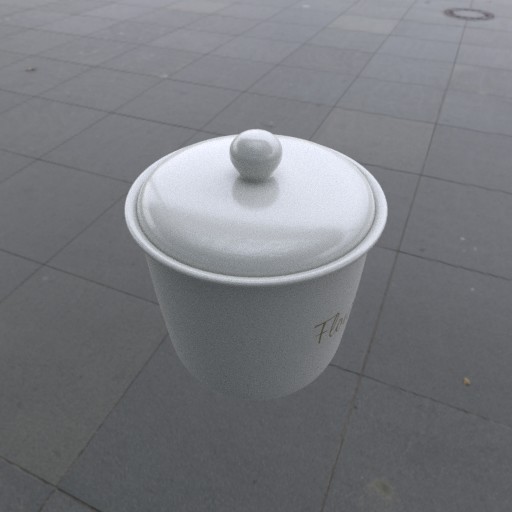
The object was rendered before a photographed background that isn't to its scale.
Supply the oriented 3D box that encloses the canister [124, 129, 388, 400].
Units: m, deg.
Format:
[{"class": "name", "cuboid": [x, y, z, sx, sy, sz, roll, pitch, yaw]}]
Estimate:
[{"class": "canister", "cuboid": [0.000, 0.000, 0.352, 0.182, 0.208, 0.182, 0, 41, 0]}]
